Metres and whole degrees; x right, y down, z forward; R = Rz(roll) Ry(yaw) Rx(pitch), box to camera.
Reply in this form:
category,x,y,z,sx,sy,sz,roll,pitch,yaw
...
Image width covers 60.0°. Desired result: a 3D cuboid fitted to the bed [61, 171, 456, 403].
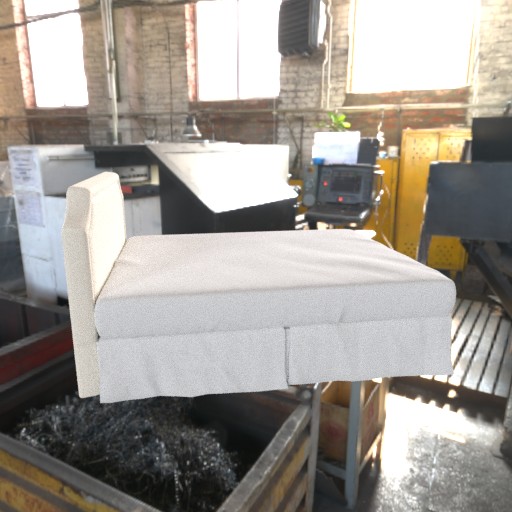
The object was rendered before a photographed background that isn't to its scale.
category,x,y,z,sx,sy,sz,roll,pitch,yaw
bed,0.000,0.000,3.599,2.498,1.293,1.977,-2,15,-9
